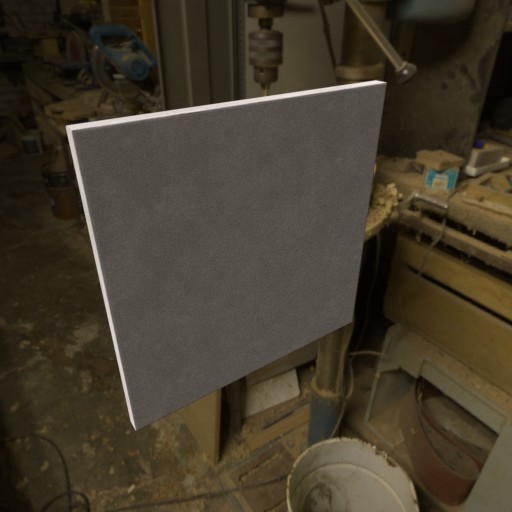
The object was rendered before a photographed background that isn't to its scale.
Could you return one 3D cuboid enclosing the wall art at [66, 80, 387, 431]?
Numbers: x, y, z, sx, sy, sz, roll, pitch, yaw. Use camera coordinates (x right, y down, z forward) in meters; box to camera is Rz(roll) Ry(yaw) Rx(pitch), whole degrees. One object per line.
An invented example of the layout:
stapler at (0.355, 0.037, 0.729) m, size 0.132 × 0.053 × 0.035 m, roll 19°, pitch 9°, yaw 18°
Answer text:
wall art at (0.000, 0.000, 0.447) m, size 0.303 × 0.303 × 0.015 m, roll -20°, pitch 36°, yaw -29°
